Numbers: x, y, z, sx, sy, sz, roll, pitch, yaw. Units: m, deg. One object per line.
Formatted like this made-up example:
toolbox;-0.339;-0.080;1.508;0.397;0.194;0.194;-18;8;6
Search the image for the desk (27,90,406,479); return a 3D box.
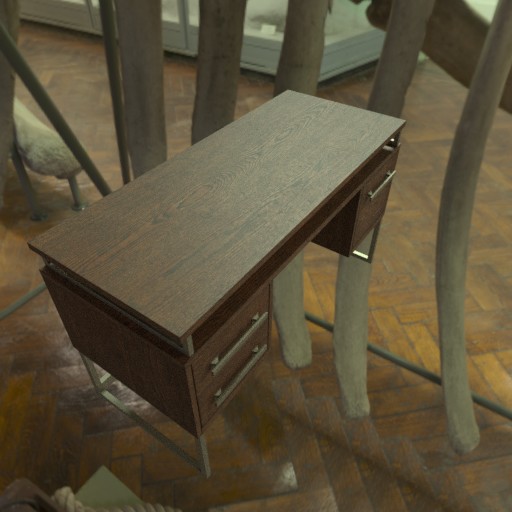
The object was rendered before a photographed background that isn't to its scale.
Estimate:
desk;0.000;0.000;1.806;0.610;0.792;1.384;25;47;26
